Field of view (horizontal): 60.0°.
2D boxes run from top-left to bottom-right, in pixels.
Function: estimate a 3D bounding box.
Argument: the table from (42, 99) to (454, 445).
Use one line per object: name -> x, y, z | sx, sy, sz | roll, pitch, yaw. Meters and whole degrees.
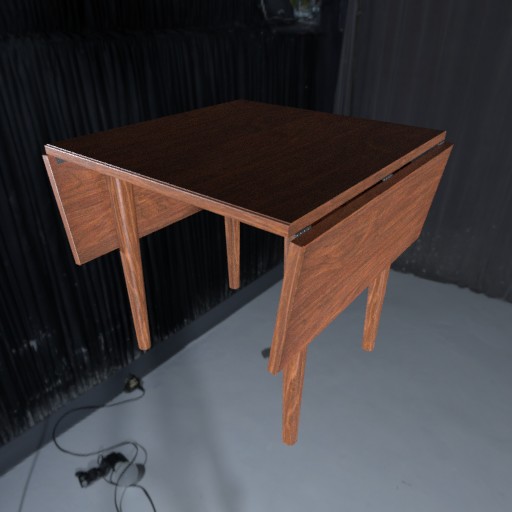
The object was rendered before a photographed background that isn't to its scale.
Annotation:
table -> 0.000, 0.000, 1.425 | 0.843, 0.763, 0.812 | 21, 36, 33
